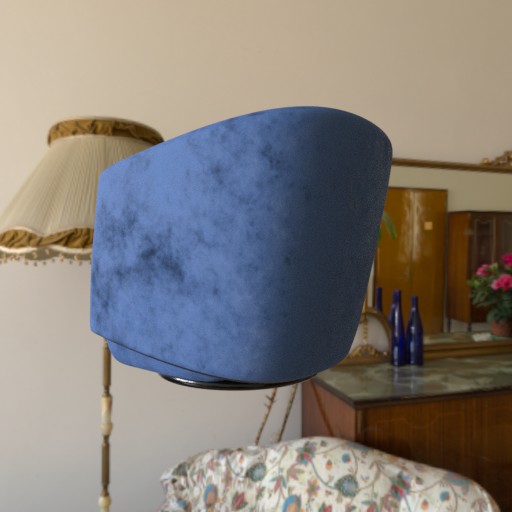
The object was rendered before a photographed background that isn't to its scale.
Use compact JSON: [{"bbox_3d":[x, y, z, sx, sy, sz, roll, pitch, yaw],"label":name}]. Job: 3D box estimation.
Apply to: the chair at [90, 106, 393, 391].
[{"bbox_3d":[0.000,0.000,1.346,0.767,0.698,0.773,0,-1,38],"label":"chair"}]
